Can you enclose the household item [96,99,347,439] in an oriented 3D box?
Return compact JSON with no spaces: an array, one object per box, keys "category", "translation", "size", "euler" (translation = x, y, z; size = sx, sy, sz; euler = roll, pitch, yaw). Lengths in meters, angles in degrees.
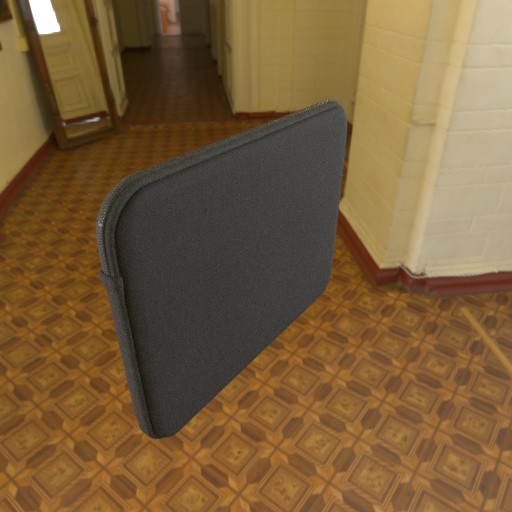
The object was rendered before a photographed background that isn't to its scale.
[{"category":"household item","translation":[0.000,0.000,0.527],"size":[0.030,0.305,0.396],"euler":[22,39,31]}]
